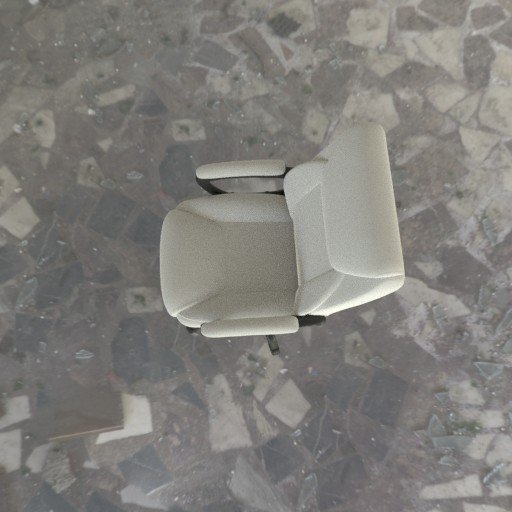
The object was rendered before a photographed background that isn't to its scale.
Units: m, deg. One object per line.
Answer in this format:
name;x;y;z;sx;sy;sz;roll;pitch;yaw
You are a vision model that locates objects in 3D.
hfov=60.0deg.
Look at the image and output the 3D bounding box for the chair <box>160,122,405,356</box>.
chair;0.000;0.000;1.523;0.669;1.065;0.663;-3;76;-1
